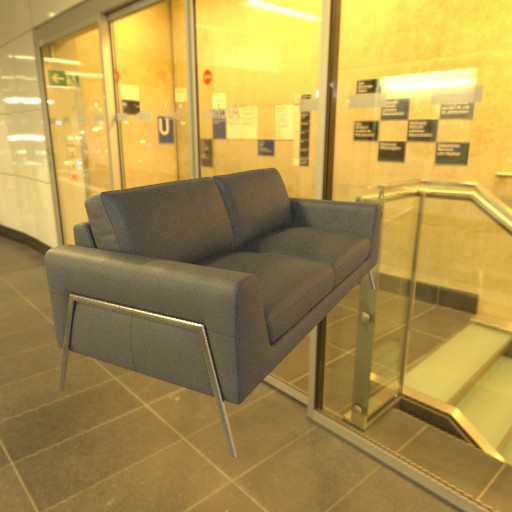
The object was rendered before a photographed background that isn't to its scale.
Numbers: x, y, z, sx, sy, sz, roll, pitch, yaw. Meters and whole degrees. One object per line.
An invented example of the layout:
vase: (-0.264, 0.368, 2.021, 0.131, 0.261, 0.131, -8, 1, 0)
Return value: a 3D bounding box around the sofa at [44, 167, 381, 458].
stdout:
sofa: (0.000, 0.000, 2.512, 0.953, 0.875, 2.017, 8, 17, 27)
